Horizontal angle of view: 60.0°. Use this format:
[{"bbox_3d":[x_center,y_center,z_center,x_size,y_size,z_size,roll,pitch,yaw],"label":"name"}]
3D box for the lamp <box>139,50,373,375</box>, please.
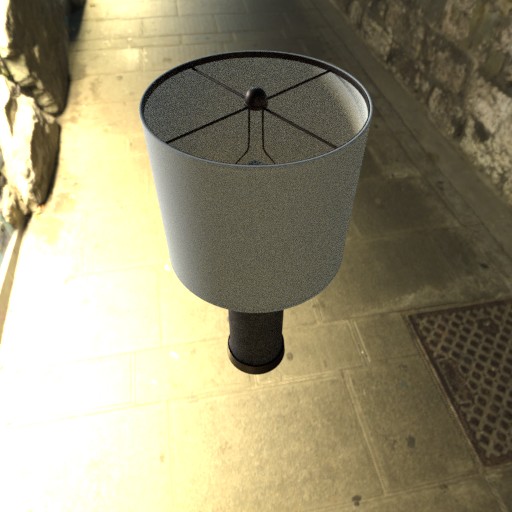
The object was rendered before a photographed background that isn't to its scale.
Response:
[{"bbox_3d":[0.000,0.000,0.798,0.301,0.630,0.301,2,47,2],"label":"lamp"}]
